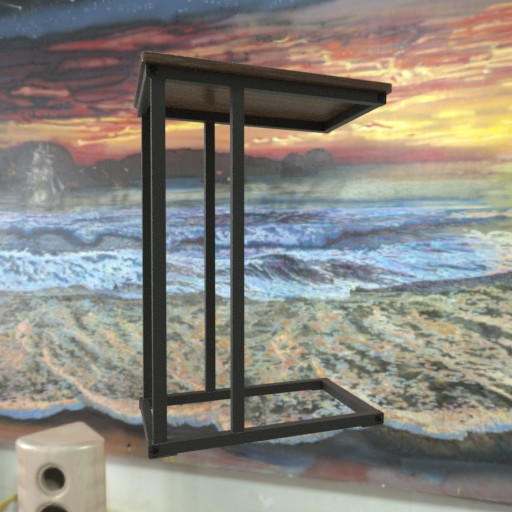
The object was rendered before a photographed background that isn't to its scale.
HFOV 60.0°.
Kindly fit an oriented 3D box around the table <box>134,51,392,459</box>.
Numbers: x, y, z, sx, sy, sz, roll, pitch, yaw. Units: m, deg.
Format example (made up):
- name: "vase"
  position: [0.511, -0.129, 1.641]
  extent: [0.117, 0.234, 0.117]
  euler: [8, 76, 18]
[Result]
- name: "table"
  position: [0.000, 0.000, 0.874]
  extent: [0.450, 0.637, 0.254]
  euler: [-1, 2, -18]
